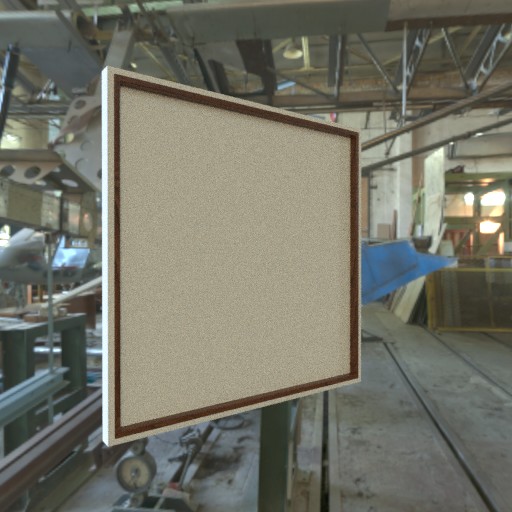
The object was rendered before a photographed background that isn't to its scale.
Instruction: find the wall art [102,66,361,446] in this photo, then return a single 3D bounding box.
[{"bbox_3d":[0.000,0.000,1.117,0.757,0.757,0.037,0,0,-36],"label":"wall art"}]
